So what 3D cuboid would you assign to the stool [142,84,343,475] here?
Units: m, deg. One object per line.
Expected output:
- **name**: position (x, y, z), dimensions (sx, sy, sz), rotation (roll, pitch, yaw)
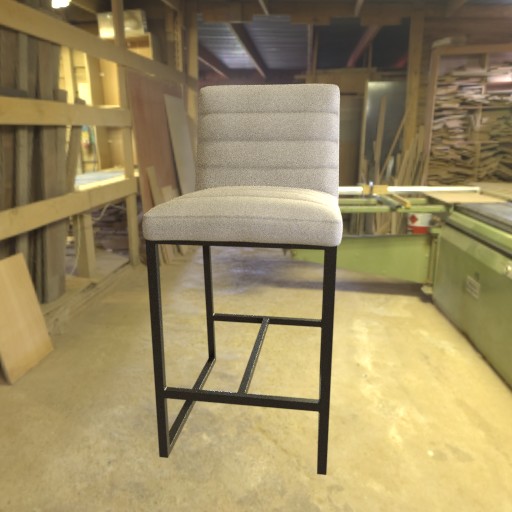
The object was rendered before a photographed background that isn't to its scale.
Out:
- **stool**: position (0.000, 0.000, 1.258), dimensions (0.459, 0.971, 0.567), rotation (2, 15, 8)
